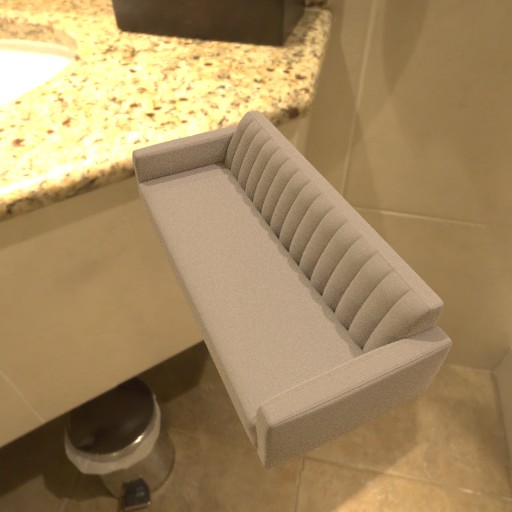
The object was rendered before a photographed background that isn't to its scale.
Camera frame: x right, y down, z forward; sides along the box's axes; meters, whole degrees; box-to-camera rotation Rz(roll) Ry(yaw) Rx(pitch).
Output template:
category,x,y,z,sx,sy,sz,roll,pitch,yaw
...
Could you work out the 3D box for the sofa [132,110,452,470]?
category,x,y,z,sx,sy,sz,roll,pitch,yaw
sofa,0.000,0.000,2.771,0.990,0.821,2.291,-19,49,-17
